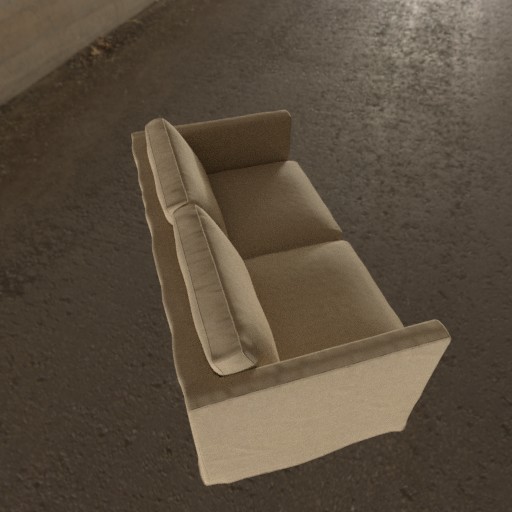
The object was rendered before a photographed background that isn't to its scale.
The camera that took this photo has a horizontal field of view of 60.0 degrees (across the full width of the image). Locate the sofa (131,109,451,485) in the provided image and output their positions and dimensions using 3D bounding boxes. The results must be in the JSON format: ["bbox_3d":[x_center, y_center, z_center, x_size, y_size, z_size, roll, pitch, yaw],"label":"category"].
[{"bbox_3d":[0.000,0.000,2.186,0.962,0.835,1.719,-12,47,-12],"label":"sofa"}]
